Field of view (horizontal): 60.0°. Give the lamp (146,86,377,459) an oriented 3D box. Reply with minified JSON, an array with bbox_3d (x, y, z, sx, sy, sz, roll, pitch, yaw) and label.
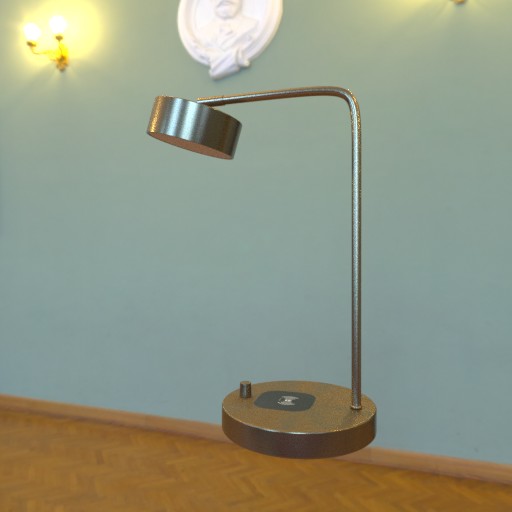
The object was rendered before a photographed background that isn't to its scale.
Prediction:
[{"bbox_3d":[0.000,0.000,0.513,0.270,0.380,0.171,0,0,18],"label":"lamp"}]
